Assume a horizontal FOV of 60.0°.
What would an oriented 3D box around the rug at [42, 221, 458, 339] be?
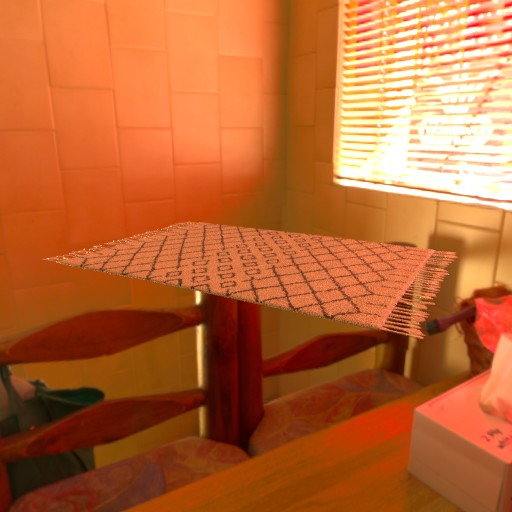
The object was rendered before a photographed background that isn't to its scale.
[{"bbox_3d":[0.000,0.000,3.249,2.615,0.029,1.664,9,18,28],"label":"rug"}]
